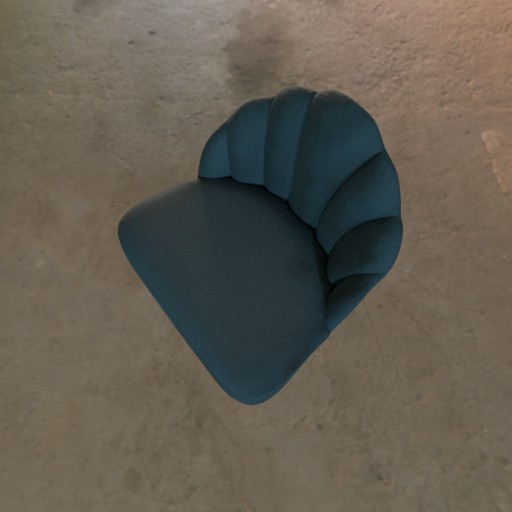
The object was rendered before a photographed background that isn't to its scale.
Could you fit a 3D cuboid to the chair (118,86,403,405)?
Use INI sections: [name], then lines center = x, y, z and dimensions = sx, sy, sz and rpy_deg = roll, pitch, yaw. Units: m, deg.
[chair]
center = 0.000, 0.000, 1.278
dimensions = 0.599, 0.819, 0.657
rpy_deg = -35, 69, -16
